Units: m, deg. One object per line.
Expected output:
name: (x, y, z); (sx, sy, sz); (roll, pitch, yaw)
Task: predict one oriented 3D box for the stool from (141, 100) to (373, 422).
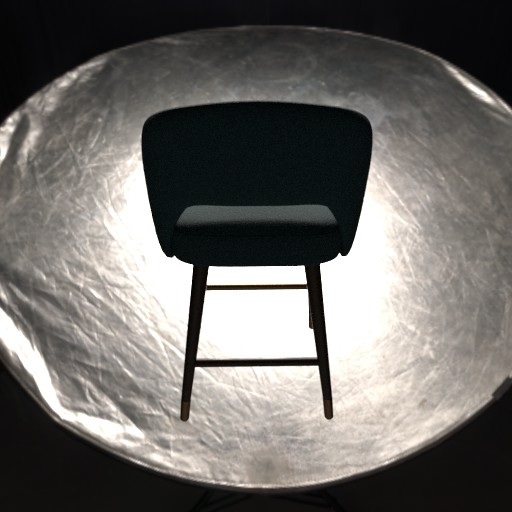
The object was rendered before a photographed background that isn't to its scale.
stool: (0.000, 0.000, 1.253); (0.536, 0.939, 0.522); (0, 30, -1)
